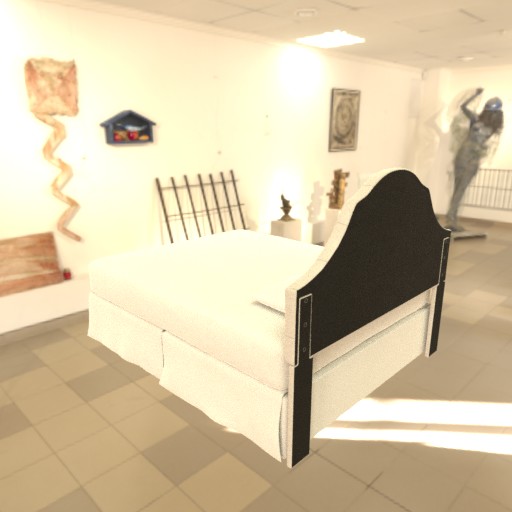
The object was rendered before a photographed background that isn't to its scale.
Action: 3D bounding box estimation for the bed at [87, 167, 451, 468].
[{"bbox_3d":[0.000,0.000,3.784,2.477,1.617,2.039,15,22,42],"label":"bed"}]
